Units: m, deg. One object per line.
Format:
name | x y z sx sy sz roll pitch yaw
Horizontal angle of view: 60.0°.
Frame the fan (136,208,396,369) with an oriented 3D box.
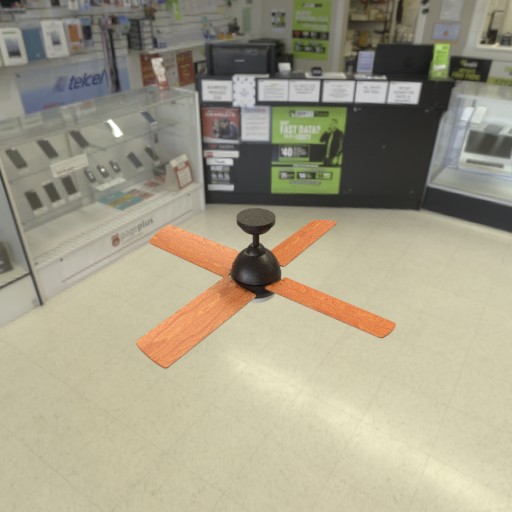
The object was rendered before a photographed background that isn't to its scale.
fan | 0.000 0.000 2.026 1.332 0.403 1.332 22 38 30
